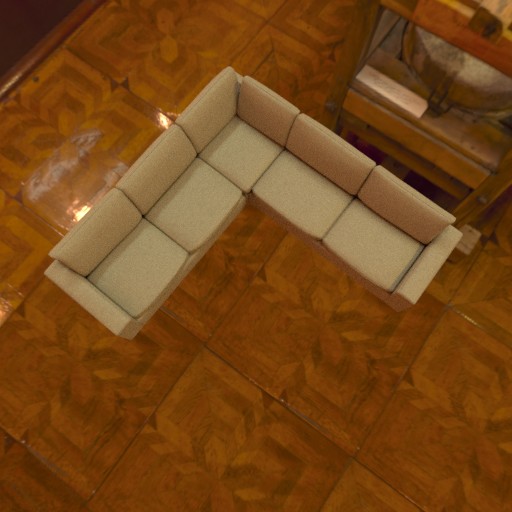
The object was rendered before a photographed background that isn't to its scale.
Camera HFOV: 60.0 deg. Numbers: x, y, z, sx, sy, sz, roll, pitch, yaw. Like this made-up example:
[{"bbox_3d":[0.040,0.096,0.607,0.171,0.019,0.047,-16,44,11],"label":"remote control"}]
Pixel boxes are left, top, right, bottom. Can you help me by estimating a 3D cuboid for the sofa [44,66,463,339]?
[{"bbox_3d":[0.000,0.000,4.046,2.742,0.800,2.622,37,78,9],"label":"sofa"}]
